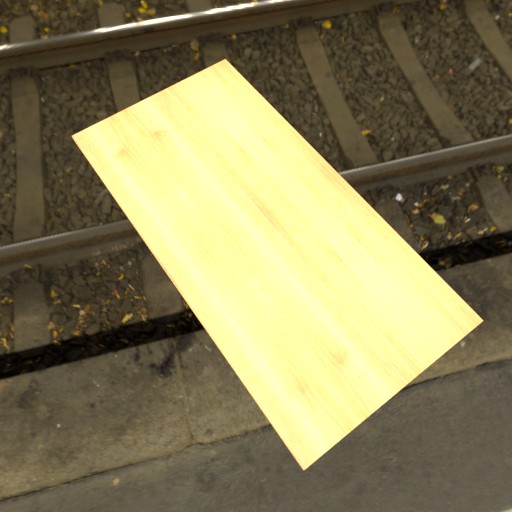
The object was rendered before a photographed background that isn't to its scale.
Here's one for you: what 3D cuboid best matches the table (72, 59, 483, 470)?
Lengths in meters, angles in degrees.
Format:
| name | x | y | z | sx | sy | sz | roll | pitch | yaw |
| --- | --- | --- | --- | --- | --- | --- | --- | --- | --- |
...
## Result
| name | x | y | z | sx | sy | sz | roll | pitch | yaw |
| --- | --- | --- | --- | --- | --- | --- | --- | --- | --- |
| table | 0.000 | 0.000 | 2.280 | 0.900 | 0.750 | 1.800 | -33 | 68 | -15 |
